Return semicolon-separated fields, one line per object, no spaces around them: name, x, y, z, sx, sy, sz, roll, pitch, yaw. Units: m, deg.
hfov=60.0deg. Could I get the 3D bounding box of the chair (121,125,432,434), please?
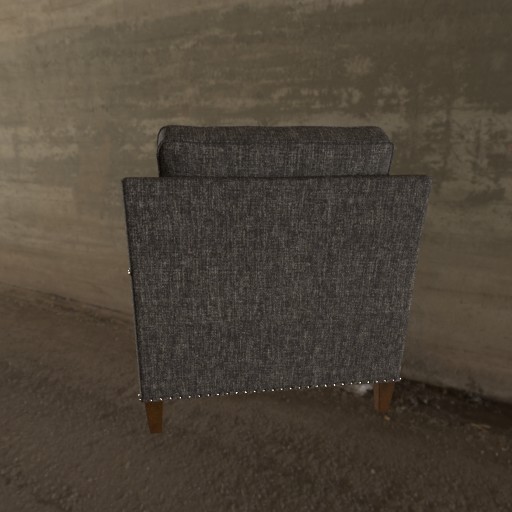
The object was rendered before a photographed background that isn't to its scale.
chair;0.000;0.000;1.726;0.853;0.943;1.014;-2;14;-9
